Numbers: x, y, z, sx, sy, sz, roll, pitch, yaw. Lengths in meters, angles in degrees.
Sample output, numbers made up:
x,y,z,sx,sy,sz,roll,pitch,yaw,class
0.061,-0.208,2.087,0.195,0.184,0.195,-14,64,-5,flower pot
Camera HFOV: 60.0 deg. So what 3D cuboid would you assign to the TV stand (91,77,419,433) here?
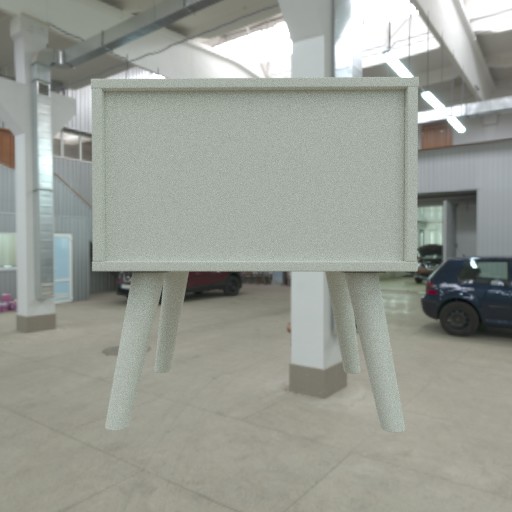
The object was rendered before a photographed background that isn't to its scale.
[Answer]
x,y,z,sx,sy,sz,roll,pitch,yaw,class
0.000,0.000,0.893,0.508,0.559,0.405,0,1,1,TV stand
